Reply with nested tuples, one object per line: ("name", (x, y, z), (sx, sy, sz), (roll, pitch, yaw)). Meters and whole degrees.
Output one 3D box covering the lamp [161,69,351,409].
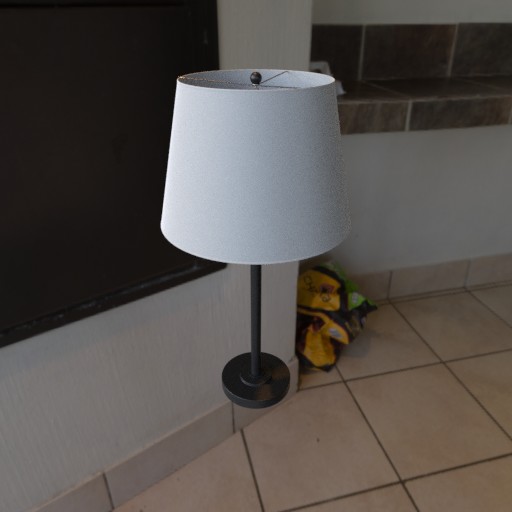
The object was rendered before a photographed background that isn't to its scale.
("lamp", (0.000, 0.000, 0.901), (0.363, 0.696, 0.363), (0, 29, 0))
